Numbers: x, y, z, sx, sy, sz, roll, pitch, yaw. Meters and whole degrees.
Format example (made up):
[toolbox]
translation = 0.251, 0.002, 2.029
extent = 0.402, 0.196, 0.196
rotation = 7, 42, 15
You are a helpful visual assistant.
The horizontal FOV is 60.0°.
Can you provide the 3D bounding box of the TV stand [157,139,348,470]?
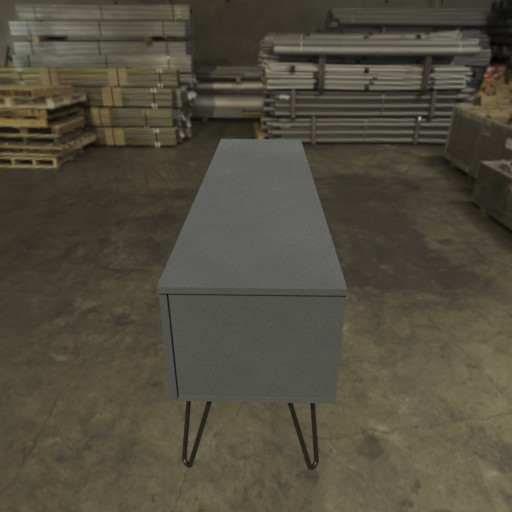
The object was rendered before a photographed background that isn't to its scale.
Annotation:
[TV stand]
translation = 0.000, 0.000, 1.645
extent = 0.400, 0.560, 1.400
rotation = 1, 27, 1
